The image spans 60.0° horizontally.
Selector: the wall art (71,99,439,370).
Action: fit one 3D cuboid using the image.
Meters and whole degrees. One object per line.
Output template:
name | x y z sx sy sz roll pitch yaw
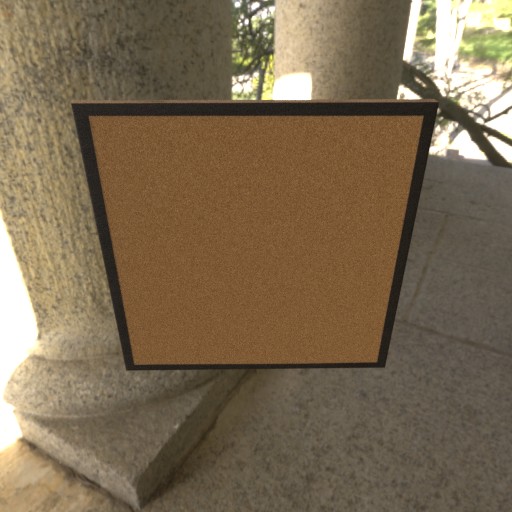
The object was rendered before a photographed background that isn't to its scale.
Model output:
wall art | 0.000 0.000 1.025 0.695 0.691 0.029 0 31 -1
